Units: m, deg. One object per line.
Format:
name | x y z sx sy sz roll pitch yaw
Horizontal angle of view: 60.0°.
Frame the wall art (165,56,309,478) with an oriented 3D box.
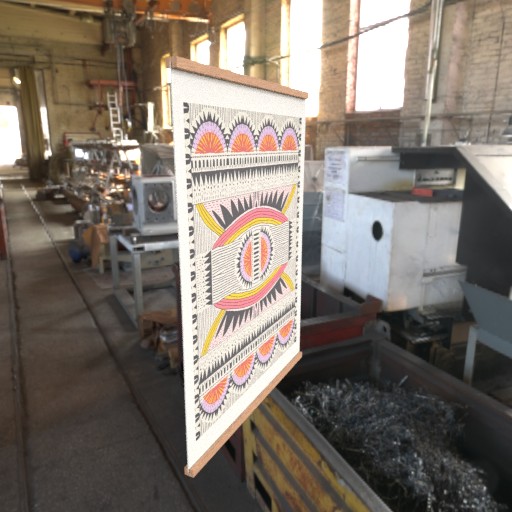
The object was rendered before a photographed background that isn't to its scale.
wall art | 0.000 0.000 1.361 0.028 1.016 0.765 7 16 27
